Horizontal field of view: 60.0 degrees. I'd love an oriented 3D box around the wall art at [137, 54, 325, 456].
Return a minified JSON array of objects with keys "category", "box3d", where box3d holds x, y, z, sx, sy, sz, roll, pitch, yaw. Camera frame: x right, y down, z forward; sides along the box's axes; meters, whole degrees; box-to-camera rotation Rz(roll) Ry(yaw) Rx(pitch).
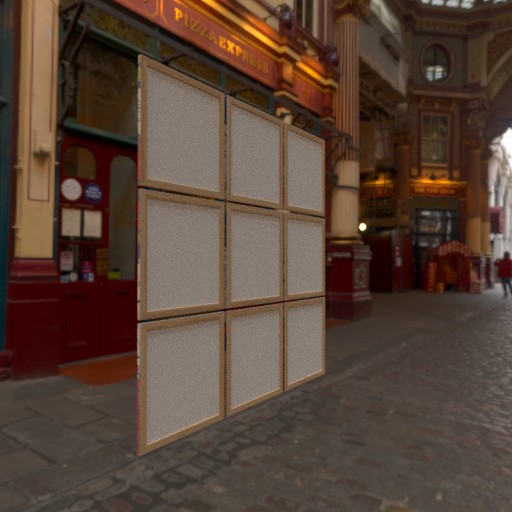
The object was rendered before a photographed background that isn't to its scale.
[{"category":"wall art","box3d":[0.000,0.000,1.833,0.013,1.218,1.206,0,-1,36]}]
